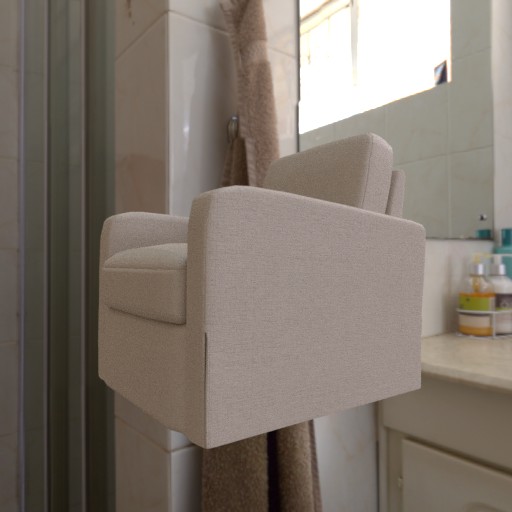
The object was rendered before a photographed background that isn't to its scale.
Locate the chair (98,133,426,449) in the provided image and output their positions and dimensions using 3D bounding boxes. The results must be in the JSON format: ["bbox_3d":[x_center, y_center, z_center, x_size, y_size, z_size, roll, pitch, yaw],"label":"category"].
[{"bbox_3d":[0.000,0.000,1.474,0.888,0.827,0.755,1,-1,-36],"label":"chair"}]
